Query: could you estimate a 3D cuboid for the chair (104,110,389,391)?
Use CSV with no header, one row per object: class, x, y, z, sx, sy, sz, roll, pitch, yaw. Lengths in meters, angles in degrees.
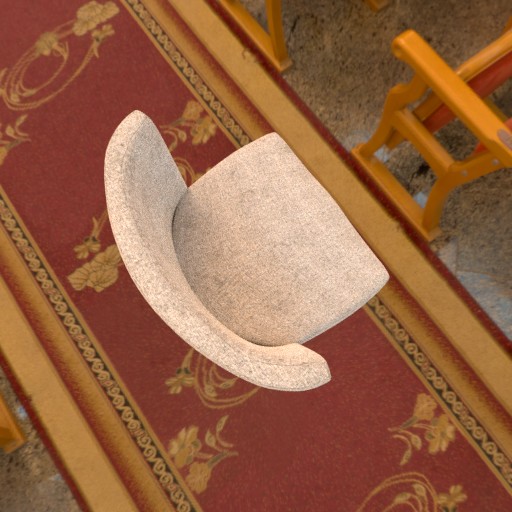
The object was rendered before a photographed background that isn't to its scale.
chair,0.000,0.000,1.310,0.575,0.827,0.728,-34,79,-8
